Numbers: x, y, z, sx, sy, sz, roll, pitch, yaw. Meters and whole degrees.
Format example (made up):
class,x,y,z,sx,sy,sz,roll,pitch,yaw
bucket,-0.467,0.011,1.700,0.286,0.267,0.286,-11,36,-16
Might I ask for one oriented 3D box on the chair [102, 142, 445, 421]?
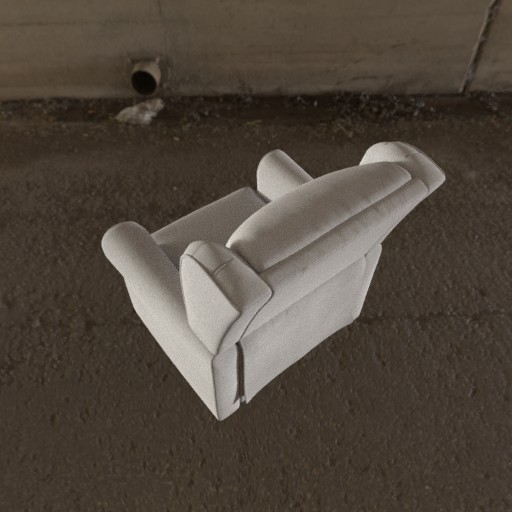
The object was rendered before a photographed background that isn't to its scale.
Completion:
class,x,y,z,sx,sy,sz,roll,pitch,yaw
chair,0.000,0.000,1.695,0.906,0.967,0.854,-31,55,-25
